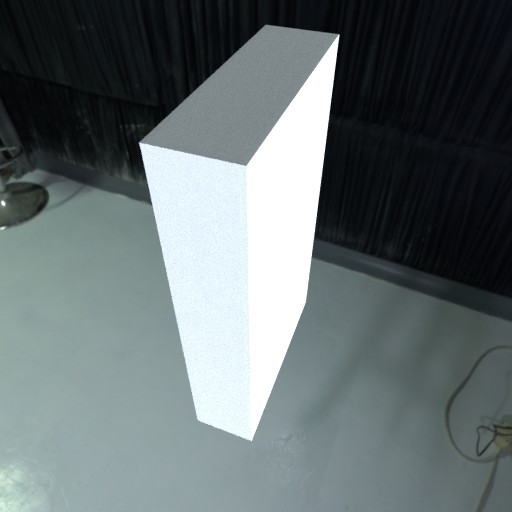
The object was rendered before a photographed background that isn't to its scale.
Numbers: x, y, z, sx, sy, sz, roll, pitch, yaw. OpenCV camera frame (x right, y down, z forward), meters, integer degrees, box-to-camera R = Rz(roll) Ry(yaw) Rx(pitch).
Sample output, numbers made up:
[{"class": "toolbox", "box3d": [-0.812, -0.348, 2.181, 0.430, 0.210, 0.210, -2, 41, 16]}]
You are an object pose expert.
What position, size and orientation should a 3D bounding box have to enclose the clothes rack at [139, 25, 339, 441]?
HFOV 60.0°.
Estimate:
[{"class": "clothes rack", "box3d": [0.000, 0.000, 1.575, 0.250, 1.280, 0.750, 15, 47, 15]}]
